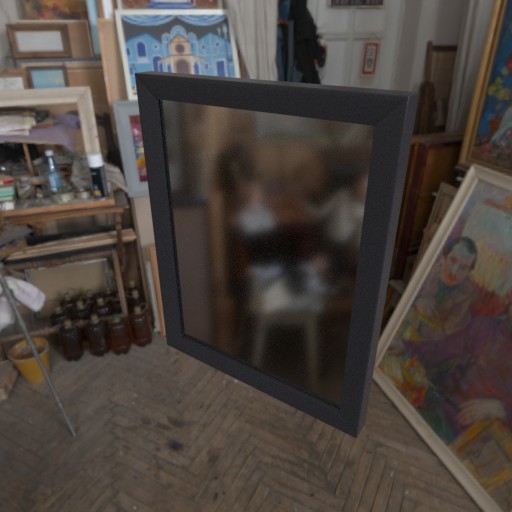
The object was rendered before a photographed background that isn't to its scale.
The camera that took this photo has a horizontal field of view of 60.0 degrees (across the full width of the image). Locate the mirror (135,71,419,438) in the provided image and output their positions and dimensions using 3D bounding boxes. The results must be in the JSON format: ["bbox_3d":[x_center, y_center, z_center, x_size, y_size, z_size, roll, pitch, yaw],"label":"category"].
[{"bbox_3d":[0.000,0.000,0.687,0.405,0.508,0.041,18,33,30],"label":"mirror"}]
